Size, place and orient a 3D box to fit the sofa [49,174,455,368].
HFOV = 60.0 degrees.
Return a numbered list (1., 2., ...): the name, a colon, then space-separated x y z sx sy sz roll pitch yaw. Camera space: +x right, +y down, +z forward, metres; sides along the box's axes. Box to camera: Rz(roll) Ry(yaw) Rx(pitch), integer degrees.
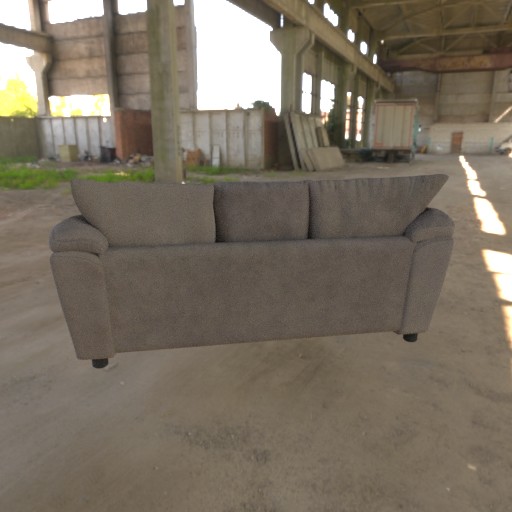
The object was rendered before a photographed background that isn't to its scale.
1. sofa: 0.000 0.000 2.846 2.336 1.073 0.878 -3 16 -10
